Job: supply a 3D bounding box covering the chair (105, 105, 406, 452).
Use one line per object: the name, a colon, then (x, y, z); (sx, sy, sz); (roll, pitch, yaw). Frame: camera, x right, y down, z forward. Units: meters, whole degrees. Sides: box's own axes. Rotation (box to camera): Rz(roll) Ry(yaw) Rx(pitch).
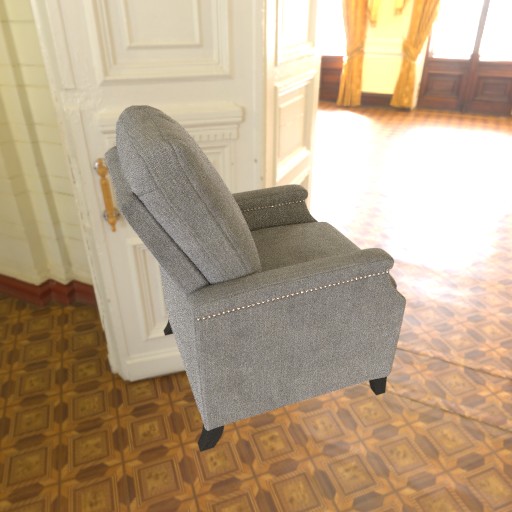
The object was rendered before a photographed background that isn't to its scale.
chair: (0.000, 0.000, 1.637); (0.922, 1.049, 0.710); (-11, 32, -18)
